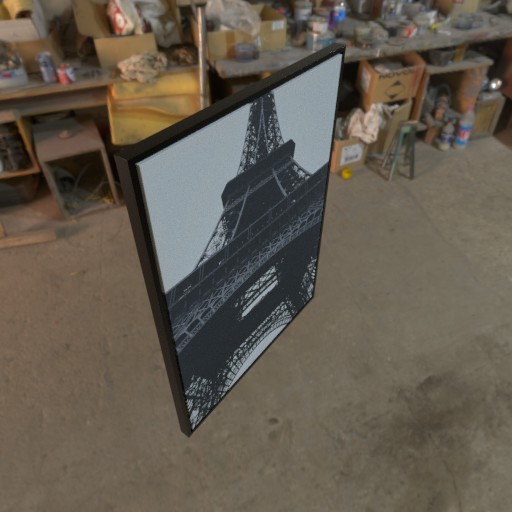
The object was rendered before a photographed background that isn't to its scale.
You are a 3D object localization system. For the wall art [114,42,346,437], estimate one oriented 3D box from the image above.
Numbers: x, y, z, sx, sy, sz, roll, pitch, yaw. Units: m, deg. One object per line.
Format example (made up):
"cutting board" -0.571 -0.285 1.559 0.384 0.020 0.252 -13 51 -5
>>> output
"wall art" 0.000 0.000 1.391 0.040 1.062 0.805 27 49 27
